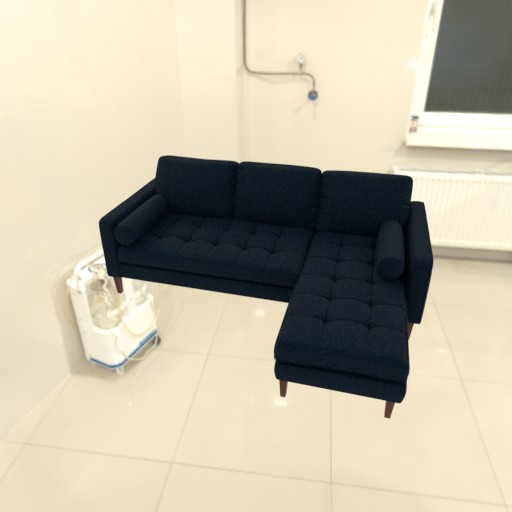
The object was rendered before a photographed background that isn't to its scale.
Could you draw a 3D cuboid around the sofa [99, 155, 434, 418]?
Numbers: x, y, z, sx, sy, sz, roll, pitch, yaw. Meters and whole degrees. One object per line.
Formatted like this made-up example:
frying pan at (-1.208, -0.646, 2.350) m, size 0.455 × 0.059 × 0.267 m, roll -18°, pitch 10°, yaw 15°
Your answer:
sofa at (0.000, 0.000, 2.933) m, size 2.185 × 0.841 × 1.613 m, roll 8°, pitch 31°, yaw 13°
